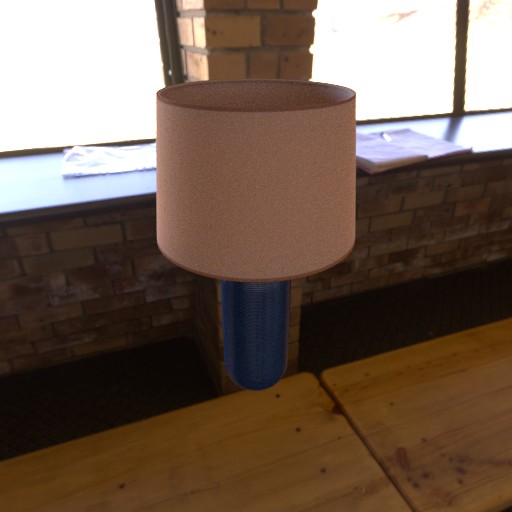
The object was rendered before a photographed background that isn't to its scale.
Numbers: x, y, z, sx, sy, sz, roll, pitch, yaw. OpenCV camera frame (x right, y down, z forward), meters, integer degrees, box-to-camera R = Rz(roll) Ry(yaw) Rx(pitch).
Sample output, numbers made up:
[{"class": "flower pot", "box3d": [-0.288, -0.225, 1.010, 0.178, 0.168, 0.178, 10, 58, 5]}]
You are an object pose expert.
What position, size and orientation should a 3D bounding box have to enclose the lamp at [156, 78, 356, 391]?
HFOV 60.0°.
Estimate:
[{"class": "lamp", "box3d": [0.000, 0.000, 0.862, 0.367, 0.609, 0.367, 0, 28, 0]}]
